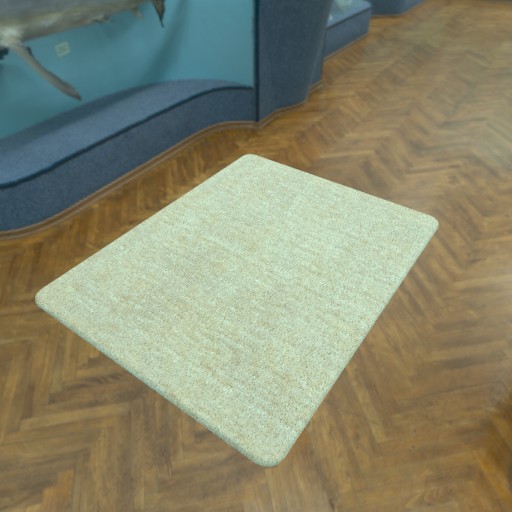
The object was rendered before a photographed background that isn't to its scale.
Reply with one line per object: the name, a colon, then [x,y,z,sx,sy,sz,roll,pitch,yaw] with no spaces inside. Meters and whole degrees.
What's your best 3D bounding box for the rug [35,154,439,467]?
rug: [0.000,0.000,3.366,2.009,0.048,2.528,25,47,26]
